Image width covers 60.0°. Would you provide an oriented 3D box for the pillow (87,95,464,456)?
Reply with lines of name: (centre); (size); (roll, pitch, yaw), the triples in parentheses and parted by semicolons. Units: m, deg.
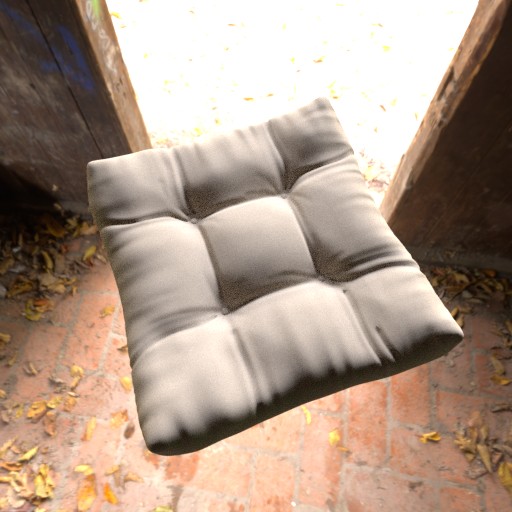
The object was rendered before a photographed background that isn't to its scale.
pillow: (0.000, 0.000, 0.715); (0.468, 0.128, 0.490); (-18, 65, -8)
